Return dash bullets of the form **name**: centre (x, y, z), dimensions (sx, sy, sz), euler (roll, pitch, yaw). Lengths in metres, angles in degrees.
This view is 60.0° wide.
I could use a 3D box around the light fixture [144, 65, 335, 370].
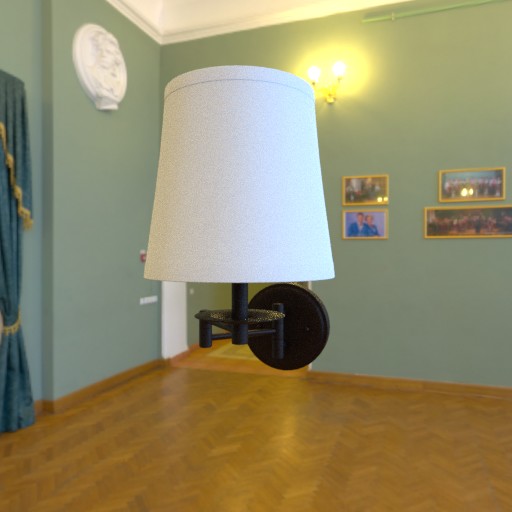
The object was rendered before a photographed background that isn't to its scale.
- **light fixture**: centre (0.000, 0.000, 0.265), dimensions (0.100, 0.172, 0.157), euler (0, 0, 18)
